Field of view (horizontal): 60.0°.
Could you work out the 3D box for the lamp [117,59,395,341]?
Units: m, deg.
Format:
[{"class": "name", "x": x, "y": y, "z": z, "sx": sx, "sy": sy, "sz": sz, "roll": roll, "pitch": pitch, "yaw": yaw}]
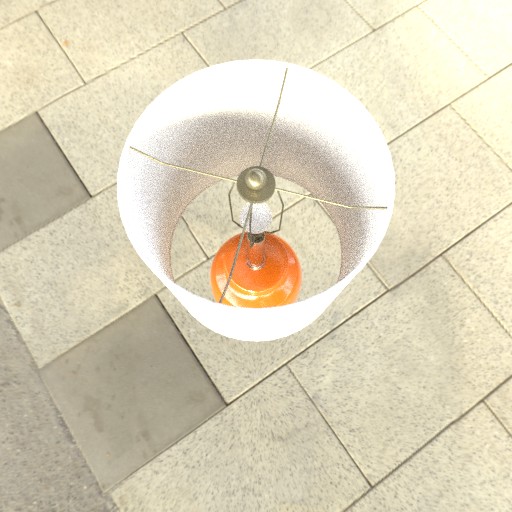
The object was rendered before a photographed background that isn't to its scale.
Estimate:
[{"class": "lamp", "x": 0.000, "y": 0.000, "z": 1.084, "sx": 0.418, "sy": 0.871, "sz": 0.418, "roll": -36, "pitch": 77, "yaw": -10}]
